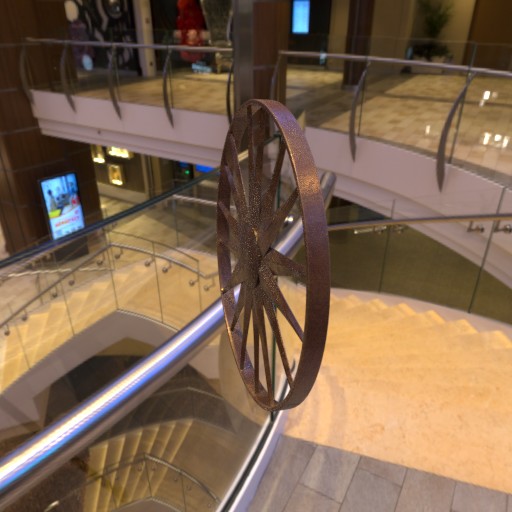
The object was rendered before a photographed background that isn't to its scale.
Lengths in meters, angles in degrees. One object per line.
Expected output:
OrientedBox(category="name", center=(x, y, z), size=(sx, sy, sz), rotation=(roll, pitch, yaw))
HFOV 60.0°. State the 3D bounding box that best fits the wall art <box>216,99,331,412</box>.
OrientedBox(category="wall art", center=(0.000, 0.000, 0.874), size=(0.084, 0.583, 0.582), rotation=(-8, 30, -14))
